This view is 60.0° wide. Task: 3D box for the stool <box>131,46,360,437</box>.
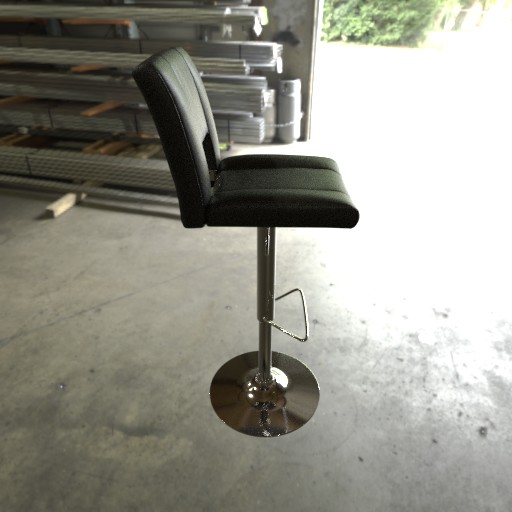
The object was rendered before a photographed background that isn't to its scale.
[{"bbox_3d":[0.000,0.000,1.363,0.520,1.151,0.415,1,30,1],"label":"stool"}]
